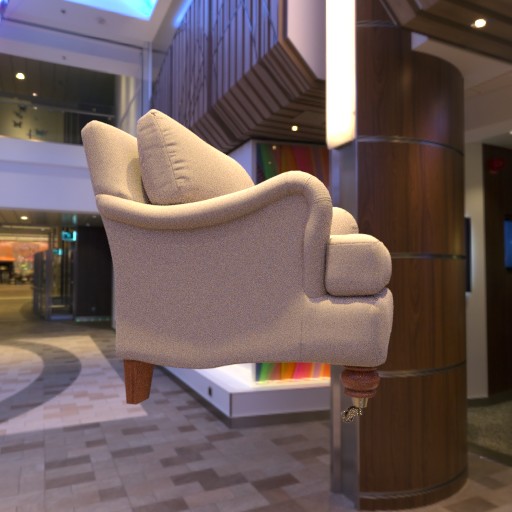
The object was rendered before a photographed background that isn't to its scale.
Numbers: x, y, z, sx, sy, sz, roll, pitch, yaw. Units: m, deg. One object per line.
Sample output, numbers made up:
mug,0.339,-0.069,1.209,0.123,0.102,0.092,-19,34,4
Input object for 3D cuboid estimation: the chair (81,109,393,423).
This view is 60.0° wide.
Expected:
chair,0.000,0.000,1.834,1.070,1.038,0.955,-1,-2,18
